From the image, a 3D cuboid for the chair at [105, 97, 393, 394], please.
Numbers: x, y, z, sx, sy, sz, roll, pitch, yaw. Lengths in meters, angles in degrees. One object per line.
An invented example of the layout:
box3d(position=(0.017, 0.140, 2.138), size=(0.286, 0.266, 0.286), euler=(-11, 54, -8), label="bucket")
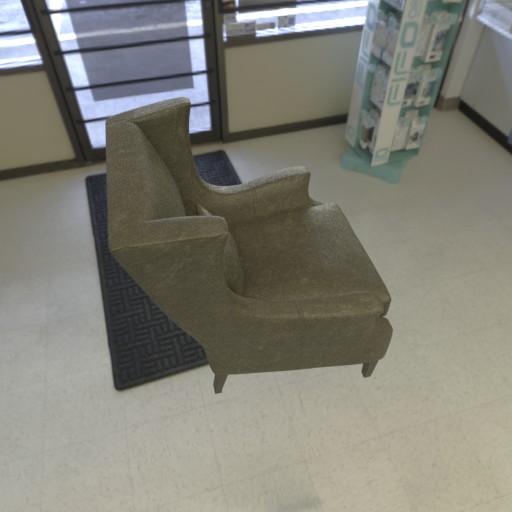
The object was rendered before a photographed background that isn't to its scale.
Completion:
box3d(position=(0.000, 0.000, 1.747), size=(0.926, 1.016, 0.853), euler=(-10, 47, -10), label="chair")
